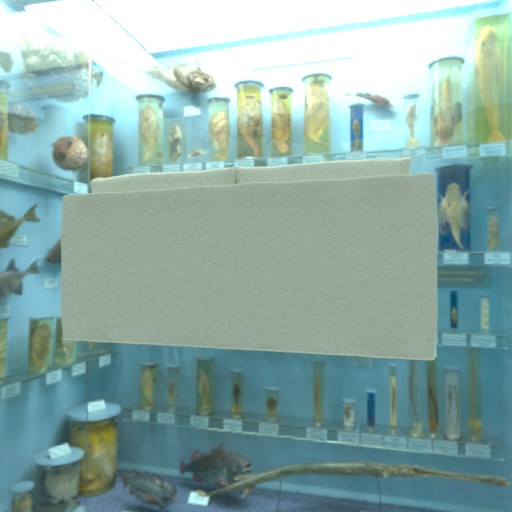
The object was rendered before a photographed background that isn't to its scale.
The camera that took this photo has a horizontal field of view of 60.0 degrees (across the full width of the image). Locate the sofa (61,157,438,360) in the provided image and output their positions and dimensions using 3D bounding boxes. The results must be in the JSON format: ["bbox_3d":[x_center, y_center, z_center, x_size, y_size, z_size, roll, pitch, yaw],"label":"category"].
[{"bbox_3d":[0.000,0.000,2.359,1.746,0.834,0.962,-1,-2,17],"label":"sofa"}]
